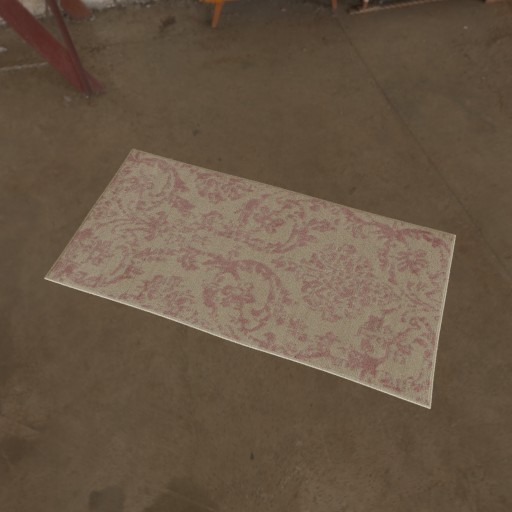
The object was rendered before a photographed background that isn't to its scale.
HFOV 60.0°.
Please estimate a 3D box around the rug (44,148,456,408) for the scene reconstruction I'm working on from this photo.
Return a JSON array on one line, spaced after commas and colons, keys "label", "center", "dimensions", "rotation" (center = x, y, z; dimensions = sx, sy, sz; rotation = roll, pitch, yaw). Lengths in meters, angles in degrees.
[{"label": "rug", "center": [0.000, 0.000, 1.454], "dimensions": [1.219, 0.007, 0.604], "rotation": [17, 60, 10]}]
